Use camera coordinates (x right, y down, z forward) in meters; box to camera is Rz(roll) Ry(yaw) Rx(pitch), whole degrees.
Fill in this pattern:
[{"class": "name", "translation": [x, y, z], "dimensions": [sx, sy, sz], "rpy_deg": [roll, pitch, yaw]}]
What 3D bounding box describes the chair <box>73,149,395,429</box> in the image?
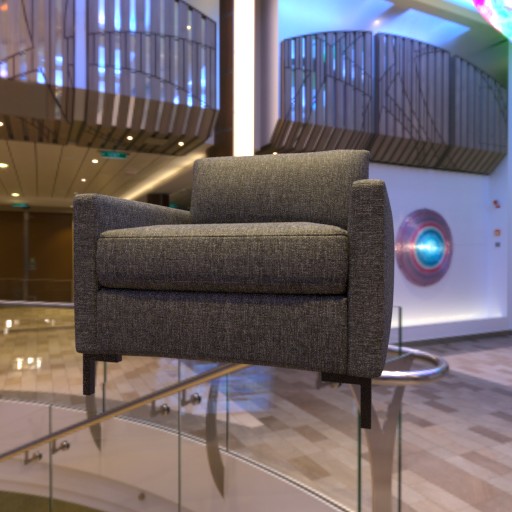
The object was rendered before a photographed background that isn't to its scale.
[{"class": "chair", "translation": [0.000, 0.000, 1.623], "dimensions": [0.963, 0.861, 0.866], "rpy_deg": [0, 1, 18]}]
